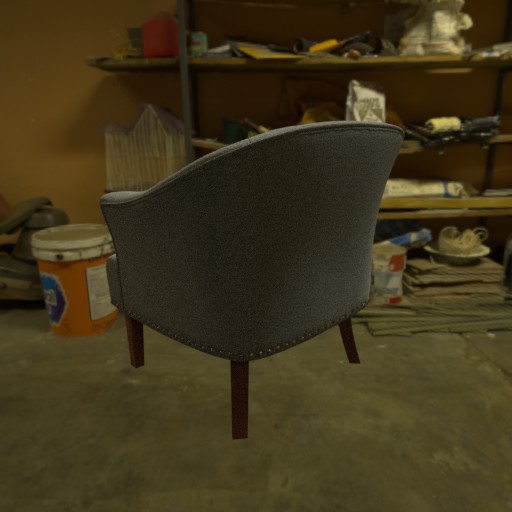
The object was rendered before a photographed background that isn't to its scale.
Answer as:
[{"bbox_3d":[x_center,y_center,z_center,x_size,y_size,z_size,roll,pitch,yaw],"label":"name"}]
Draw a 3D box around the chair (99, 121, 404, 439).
[{"bbox_3d":[0.000,0.000,1.413,0.798,0.815,0.704,-15,22,-43],"label":"chair"}]
